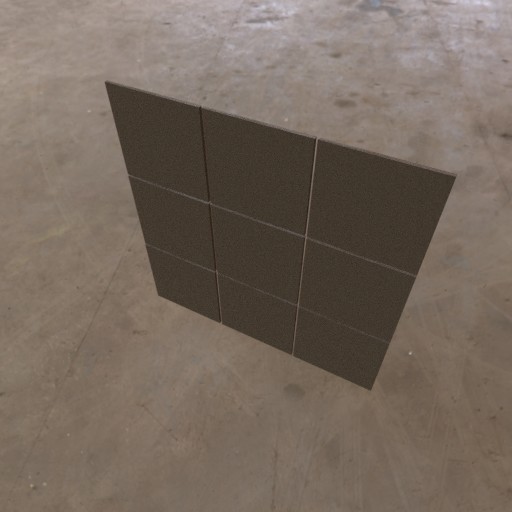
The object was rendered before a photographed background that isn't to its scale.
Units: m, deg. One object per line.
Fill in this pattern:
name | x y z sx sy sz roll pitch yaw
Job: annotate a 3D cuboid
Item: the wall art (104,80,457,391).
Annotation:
wall art | 0.000 0.000 1.823 1.216 1.216 0.013 21 50 19
